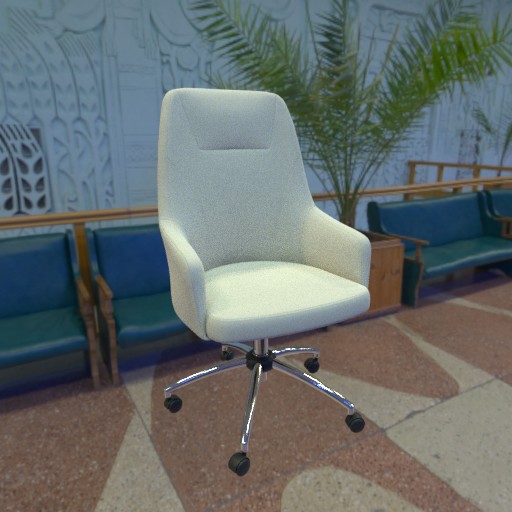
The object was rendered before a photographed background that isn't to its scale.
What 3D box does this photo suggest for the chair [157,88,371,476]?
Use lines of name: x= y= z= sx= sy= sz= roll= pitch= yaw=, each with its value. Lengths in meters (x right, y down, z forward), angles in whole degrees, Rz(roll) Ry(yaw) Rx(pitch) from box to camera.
chair: x=0.000 y=0.000 z=1.431 sx=0.620 sy=1.049 sz=0.640 roll=-8 pitch=17 yaw=-26
